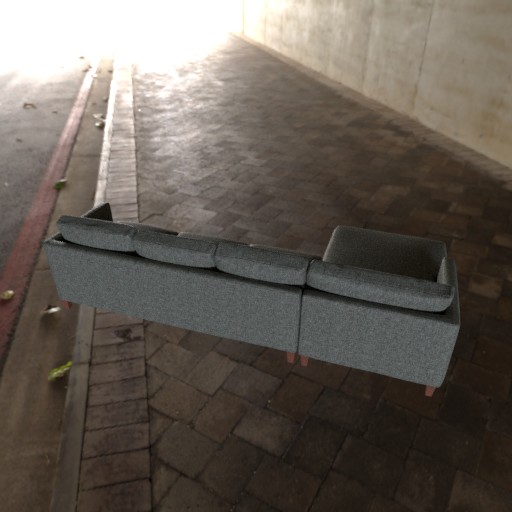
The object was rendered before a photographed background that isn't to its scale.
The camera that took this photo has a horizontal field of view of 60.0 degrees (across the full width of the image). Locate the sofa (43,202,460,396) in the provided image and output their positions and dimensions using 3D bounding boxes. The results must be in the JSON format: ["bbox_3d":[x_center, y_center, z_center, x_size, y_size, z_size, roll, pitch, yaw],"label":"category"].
[{"bbox_3d":[0.000,0.000,4.215,3.485,0.960,1.635,10,34,16],"label":"sofa"}]
